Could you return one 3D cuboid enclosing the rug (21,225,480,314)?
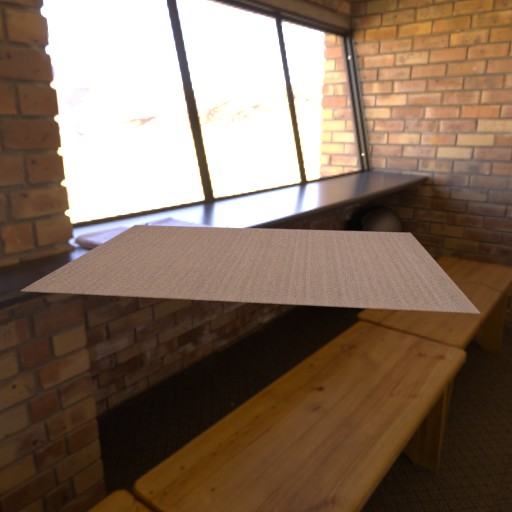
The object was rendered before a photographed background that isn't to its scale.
[{"bbox_3d":[0.000,0.000,3.704,2.895,0.006,1.981,2,17,7],"label":"rug"}]
